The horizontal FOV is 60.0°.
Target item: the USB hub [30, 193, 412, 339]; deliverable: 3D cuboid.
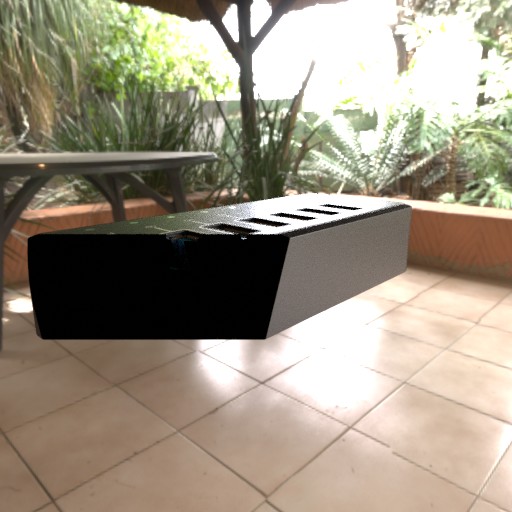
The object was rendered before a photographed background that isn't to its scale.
[{"bbox_3d":[0.000,0.000,0.126,0.044,0.023,0.110,14,20,41],"label":"USB hub"}]
